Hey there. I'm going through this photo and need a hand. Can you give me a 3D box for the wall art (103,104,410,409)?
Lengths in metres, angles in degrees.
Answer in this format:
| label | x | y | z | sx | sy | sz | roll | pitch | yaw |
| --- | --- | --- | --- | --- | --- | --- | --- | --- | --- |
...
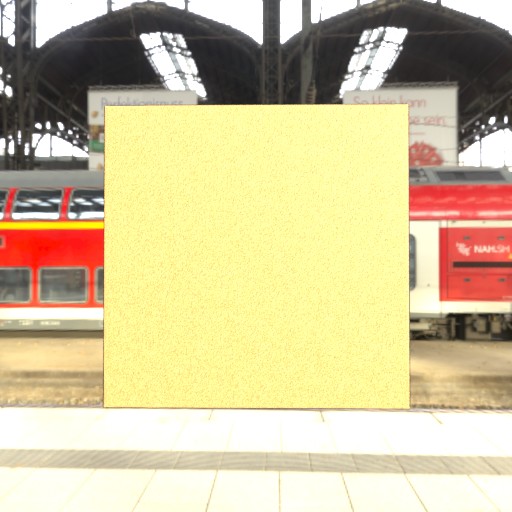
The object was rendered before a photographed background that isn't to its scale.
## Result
| label | x | y | z | sx | sy | sz | roll | pitch | yaw |
| --- | --- | --- | --- | --- | --- | --- | --- | --- | --- |
| wall art | 0.000 | 0.000 | 0.668 | 0.456 | 0.453 | 0.022 | 0 | -1 | 1 |
